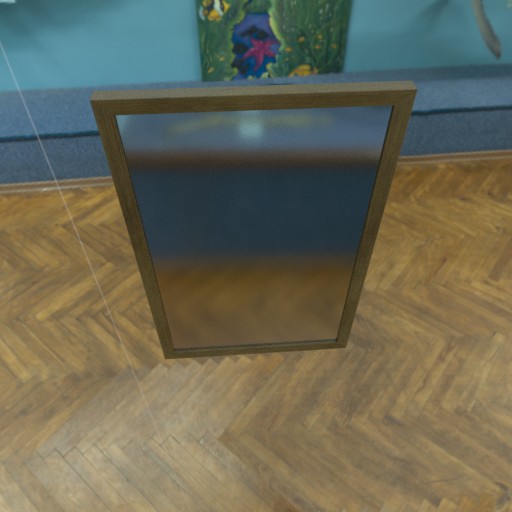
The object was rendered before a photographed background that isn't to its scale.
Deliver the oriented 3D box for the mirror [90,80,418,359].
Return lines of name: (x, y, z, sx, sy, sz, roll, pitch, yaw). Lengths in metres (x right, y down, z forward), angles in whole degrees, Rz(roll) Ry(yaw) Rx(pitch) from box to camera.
mirror: (0.000, 0.000, 1.167, 0.609, 0.915, 0.040, -3, 47, -3)
